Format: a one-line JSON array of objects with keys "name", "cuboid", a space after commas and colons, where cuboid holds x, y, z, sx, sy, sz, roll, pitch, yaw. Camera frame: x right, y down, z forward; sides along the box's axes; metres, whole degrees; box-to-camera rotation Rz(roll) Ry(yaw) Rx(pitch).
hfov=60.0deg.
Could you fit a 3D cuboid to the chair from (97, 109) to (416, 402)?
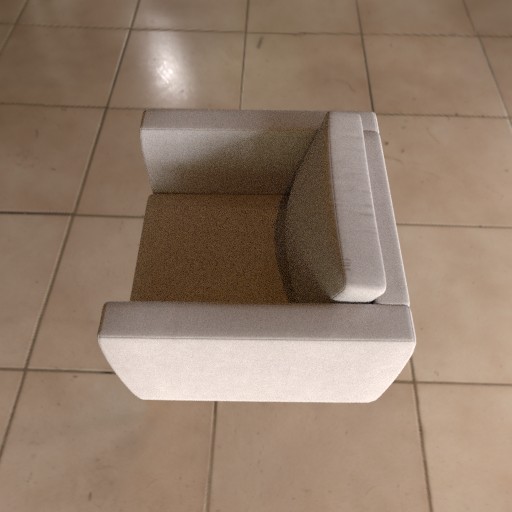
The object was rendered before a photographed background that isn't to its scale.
[{"name": "chair", "cuboid": [0.000, 0.000, 1.732, 0.930, 0.860, 1.000, 1, 59, 0]}]
